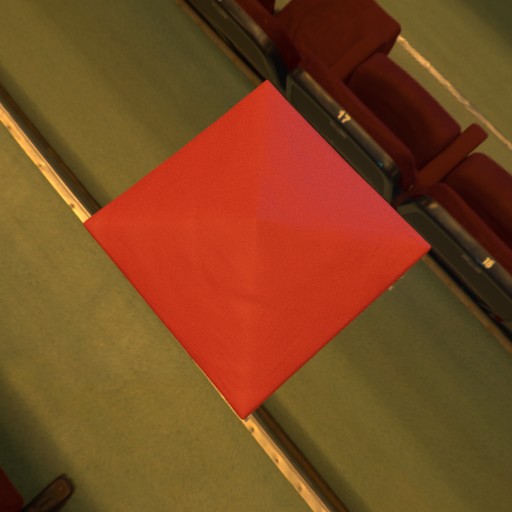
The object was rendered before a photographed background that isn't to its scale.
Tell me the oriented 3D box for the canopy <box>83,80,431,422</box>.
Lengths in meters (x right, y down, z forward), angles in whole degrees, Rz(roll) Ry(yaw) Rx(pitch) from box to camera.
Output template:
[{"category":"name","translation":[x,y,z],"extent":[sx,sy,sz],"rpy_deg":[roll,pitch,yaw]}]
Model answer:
[{"category":"canopy","translation":[0.000,0.000,6.413],"extent":[3.599,3.600,3.600],"rpy_deg":[-40,81,-8]}]
